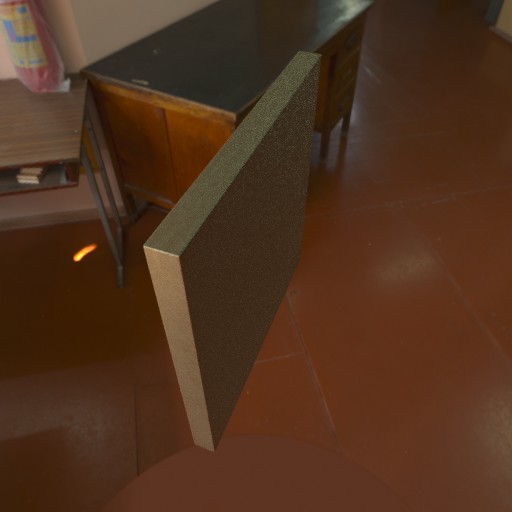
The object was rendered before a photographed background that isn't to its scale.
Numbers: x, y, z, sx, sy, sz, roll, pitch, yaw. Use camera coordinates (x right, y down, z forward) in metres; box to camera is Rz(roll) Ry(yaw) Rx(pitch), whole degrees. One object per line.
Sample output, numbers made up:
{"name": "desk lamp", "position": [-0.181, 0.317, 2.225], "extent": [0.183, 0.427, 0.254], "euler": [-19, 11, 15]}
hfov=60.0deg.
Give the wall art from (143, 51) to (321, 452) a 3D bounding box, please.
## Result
{"name": "wall art", "position": [0.000, 0.000, 0.771], "extent": [0.040, 0.506, 0.503], "euler": [16, 48, 15]}
